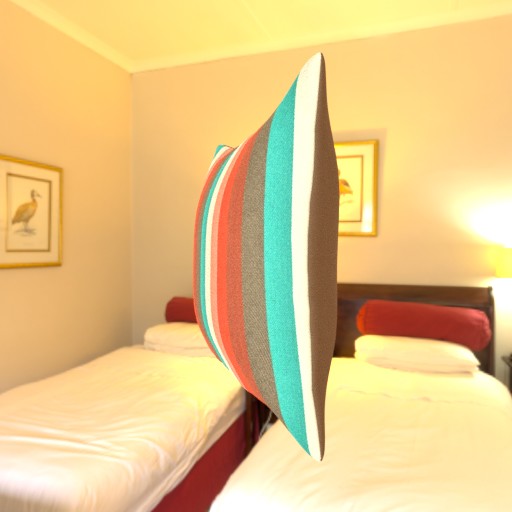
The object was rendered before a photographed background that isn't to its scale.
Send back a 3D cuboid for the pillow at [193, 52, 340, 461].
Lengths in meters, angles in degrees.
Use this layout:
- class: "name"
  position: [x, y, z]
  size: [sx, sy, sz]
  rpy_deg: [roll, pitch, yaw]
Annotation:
- class: "pillow"
  position: [0.000, 0.000, 0.691]
  size: [0.168, 0.443, 0.453]
  rpy_deg: [0, 1, -18]
